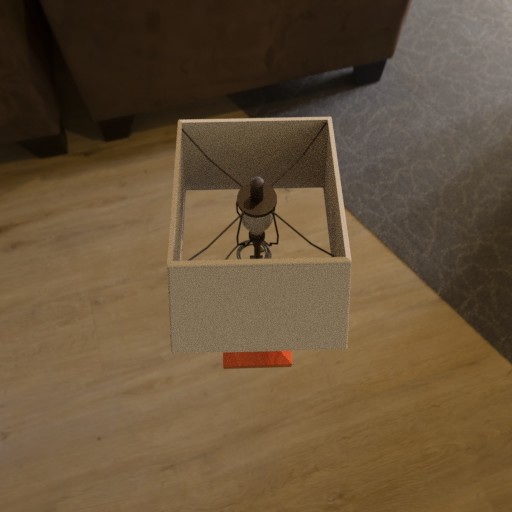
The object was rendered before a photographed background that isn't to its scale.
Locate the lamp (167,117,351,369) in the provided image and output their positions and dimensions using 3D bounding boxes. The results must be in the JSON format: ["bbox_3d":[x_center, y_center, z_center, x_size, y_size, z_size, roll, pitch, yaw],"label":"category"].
[{"bbox_3d":[0.000,0.000,0.993,0.310,0.737,0.498,-1,63,-1],"label":"lamp"}]
